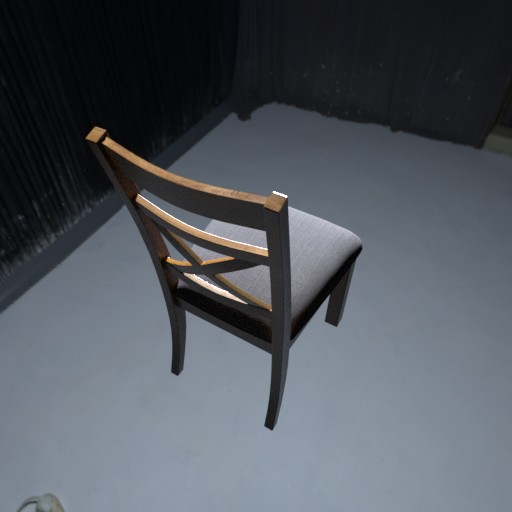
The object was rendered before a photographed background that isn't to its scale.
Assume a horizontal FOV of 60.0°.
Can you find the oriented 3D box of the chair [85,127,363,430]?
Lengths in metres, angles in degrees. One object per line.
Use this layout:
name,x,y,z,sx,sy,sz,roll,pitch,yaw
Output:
chair,0.000,0.000,1.253,0.470,0.949,0.581,23,51,20
